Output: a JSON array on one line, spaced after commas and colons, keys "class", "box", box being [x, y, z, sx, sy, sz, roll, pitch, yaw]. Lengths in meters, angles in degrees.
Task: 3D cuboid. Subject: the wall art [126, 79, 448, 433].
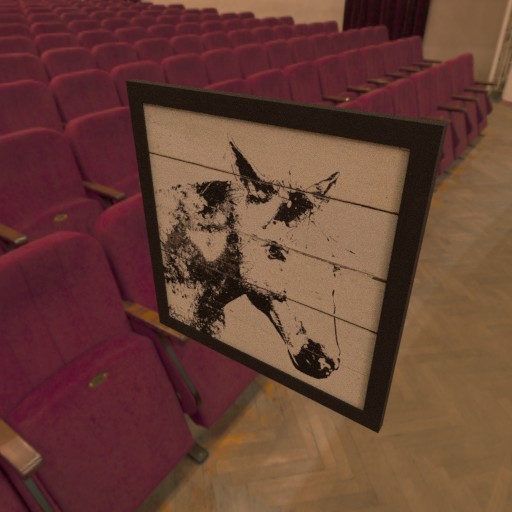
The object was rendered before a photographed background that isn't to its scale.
[{"class": "wall art", "box": [0.000, 0.000, 1.480, 1.016, 1.016, 0.038, 19, 36, 29]}]
